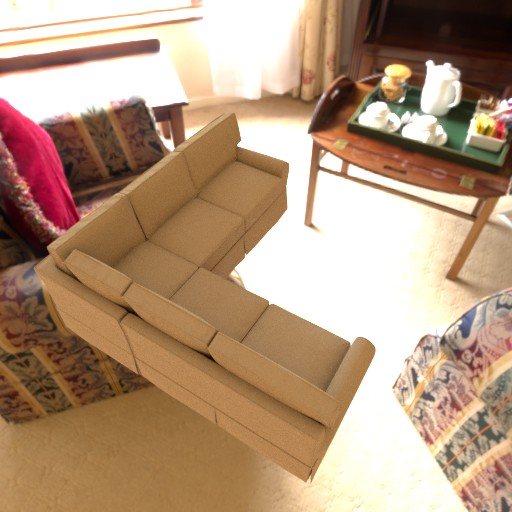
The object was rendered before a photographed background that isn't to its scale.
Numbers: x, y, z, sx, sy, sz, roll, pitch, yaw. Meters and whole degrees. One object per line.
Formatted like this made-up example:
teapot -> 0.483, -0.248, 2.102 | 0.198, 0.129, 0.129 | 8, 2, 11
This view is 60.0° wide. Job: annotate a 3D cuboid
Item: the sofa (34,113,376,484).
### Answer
sofa -> 0.000, 0.000, 4.224 | 2.730, 1.124, 2.733 | 25, 52, 21
